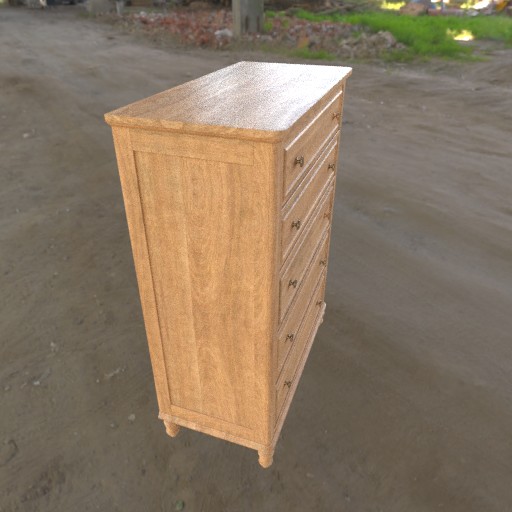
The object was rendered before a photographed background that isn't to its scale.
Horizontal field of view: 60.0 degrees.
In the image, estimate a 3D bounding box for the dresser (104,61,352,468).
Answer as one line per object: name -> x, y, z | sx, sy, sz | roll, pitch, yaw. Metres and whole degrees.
dresser -> 0.000, 0.000, 1.807 | 0.484, 1.318, 0.973 | 11, 33, 17
